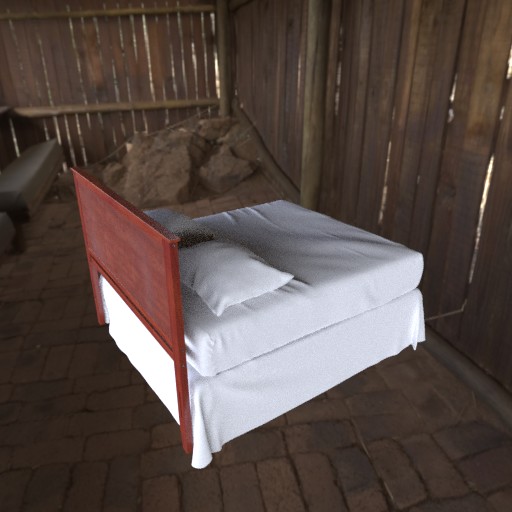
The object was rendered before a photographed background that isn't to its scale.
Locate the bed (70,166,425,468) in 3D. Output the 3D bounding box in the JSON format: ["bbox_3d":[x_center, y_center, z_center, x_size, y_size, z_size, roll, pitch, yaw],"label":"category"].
[{"bbox_3d":[0.000,0.000,3.278,2.050,1.270,1.870,-16,29,-31],"label":"bed"}]
